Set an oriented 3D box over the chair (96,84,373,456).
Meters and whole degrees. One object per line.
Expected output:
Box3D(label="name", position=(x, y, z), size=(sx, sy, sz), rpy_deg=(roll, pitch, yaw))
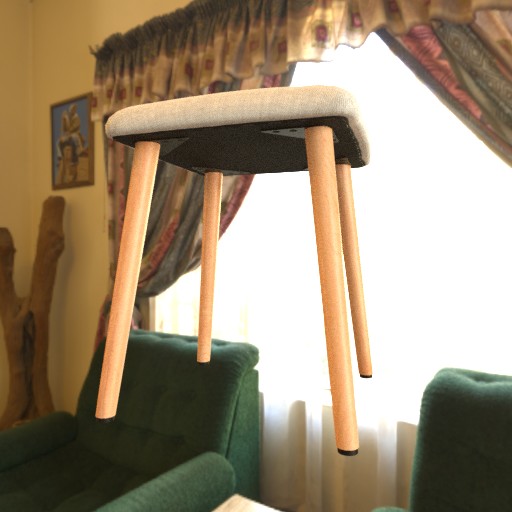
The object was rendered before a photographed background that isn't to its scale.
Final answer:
Box3D(label="chair", position=(0.000, 0.000, 0.697), size=(0.350, 0.440, 0.350), rpy_deg=(0, 0, 17))
